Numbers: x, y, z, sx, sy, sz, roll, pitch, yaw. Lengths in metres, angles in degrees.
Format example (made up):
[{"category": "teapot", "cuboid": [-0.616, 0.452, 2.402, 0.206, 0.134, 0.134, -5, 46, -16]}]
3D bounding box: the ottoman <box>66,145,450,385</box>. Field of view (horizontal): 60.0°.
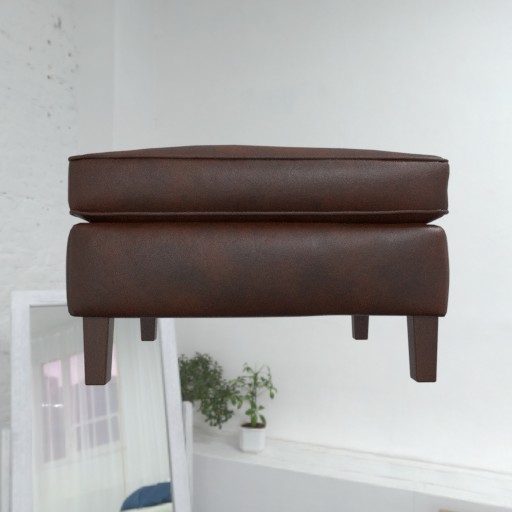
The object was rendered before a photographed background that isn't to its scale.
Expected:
[{"category": "ottoman", "cuboid": [0.000, 0.000, 0.960, 0.665, 0.432, 0.501, 0, -1, -2]}]
